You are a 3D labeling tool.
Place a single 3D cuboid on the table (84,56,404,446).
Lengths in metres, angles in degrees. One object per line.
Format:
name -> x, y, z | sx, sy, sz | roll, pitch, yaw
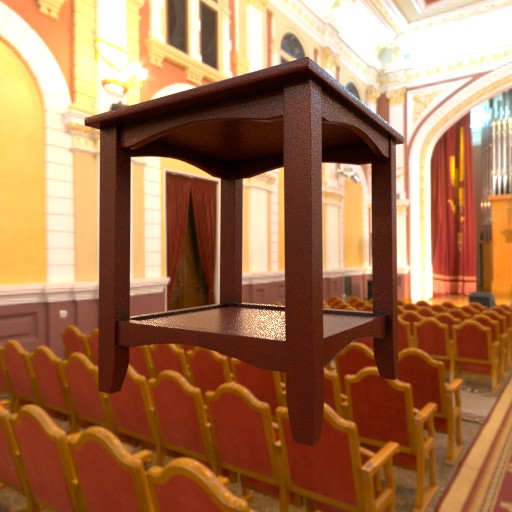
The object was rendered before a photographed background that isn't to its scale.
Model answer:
table -> 0.000, 0.000, 0.965 | 0.523, 0.558, 0.522 | 0, 0, 36
